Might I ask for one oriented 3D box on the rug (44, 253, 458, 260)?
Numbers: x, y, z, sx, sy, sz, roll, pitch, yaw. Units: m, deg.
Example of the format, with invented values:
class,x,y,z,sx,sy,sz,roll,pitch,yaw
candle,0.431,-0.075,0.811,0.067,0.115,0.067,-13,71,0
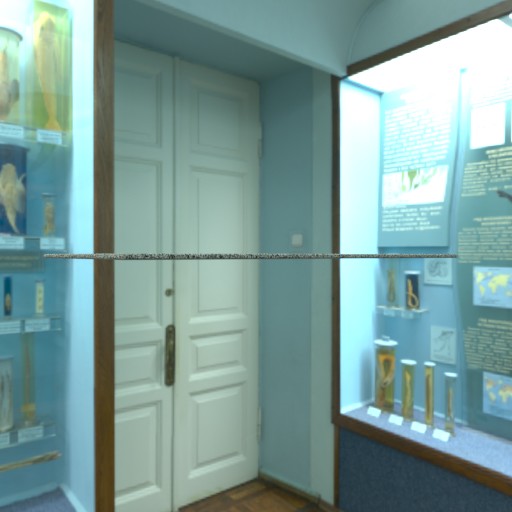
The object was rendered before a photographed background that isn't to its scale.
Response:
class,x,y,z,sx,sy,sz,roll,pitch,yaw
rug,0.000,0.000,3.479,2.743,0.030,1.778,0,0,-36
